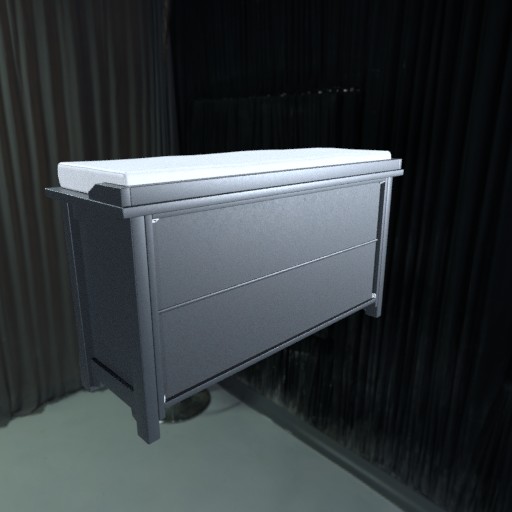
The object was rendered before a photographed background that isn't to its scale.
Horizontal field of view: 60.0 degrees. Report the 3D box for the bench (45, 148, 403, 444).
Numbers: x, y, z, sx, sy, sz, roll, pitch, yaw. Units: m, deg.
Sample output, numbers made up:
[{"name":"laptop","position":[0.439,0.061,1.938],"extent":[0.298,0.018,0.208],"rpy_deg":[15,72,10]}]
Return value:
[{"name":"bench","position":[0.000,0.000,1.252],"extent":[0.973,0.561,0.345],"rpy_deg":[-16,23,-42]}]
